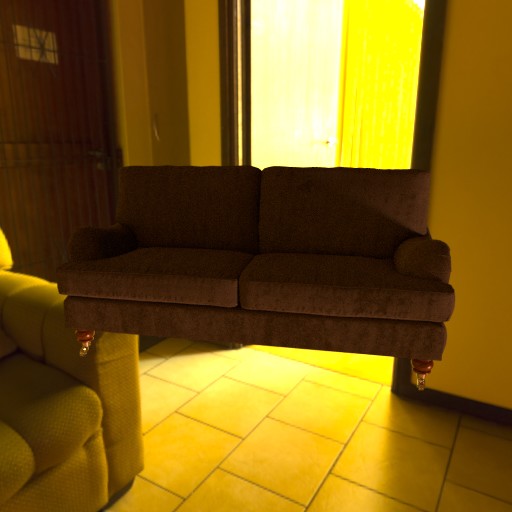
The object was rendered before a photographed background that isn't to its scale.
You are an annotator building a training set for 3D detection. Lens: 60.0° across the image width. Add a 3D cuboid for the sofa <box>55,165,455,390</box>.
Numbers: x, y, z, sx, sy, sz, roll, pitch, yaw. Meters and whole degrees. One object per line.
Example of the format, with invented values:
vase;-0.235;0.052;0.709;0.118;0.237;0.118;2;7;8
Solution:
sofa;0.000;0.000;2.775;2.165;1.087;1.086;3;15;11
